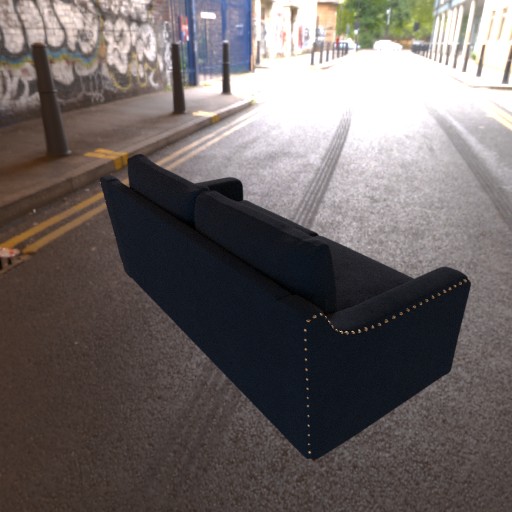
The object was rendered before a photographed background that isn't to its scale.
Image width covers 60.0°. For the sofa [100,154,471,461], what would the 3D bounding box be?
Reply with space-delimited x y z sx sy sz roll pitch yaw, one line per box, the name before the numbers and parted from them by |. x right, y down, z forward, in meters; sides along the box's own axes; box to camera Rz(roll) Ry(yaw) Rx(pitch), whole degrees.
sofa | 0.000 0.000 2.656 1.104 0.983 2.107 -18 31 -32
